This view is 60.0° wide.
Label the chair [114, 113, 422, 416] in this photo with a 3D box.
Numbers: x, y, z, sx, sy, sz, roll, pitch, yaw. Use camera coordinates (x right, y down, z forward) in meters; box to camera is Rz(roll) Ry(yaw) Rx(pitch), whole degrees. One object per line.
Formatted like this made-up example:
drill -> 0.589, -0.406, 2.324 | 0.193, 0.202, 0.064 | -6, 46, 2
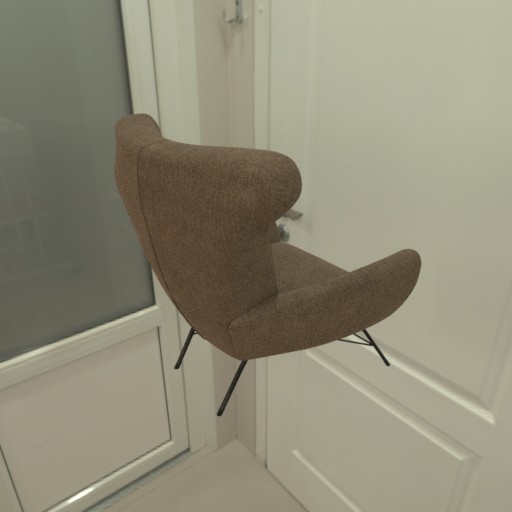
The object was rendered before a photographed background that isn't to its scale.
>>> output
chair -> 0.000, 0.000, 1.753 | 0.900, 1.040, 0.980 | -19, 32, -34
